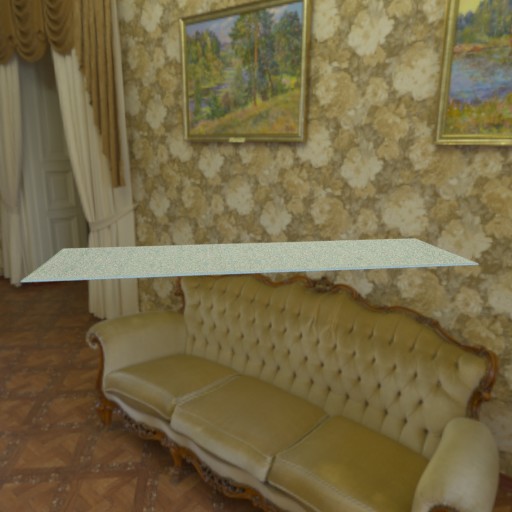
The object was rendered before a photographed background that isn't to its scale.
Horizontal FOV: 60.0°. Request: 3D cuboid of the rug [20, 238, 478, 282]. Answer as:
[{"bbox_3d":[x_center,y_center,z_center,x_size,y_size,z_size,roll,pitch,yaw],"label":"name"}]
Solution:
[{"bbox_3d":[0.000,0.000,2.423,2.196,0.011,0.662,-2,14,-8],"label":"rug"}]
